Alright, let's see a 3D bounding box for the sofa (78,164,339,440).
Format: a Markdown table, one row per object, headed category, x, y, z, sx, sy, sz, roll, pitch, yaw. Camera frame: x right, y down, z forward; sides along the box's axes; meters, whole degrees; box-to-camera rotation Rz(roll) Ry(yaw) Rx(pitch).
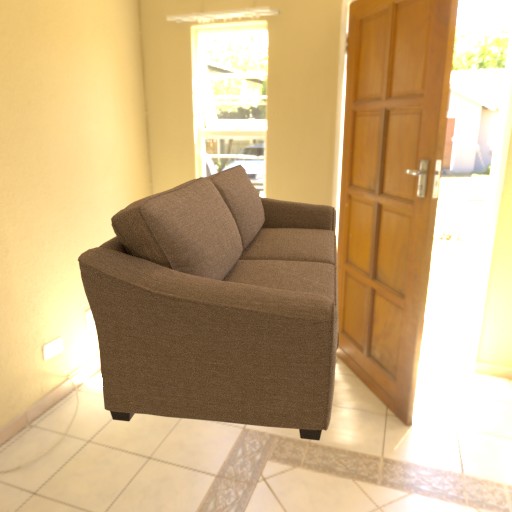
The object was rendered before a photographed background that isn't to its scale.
| category | x | y | z | sx | sy | sz | roll | pitch | yaw |
| --- | --- | --- | --- | --- | --- | --- | --- | --- | --- |
| sofa | 0.000 | 0.000 | 2.680 | 0.980 | 0.965 | 2.270 | 3 | 16 | 9 |
